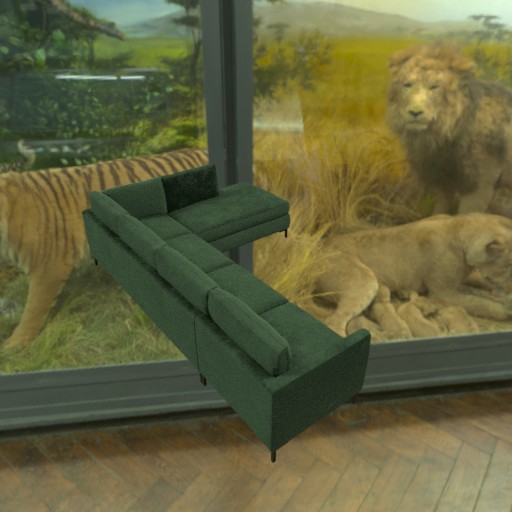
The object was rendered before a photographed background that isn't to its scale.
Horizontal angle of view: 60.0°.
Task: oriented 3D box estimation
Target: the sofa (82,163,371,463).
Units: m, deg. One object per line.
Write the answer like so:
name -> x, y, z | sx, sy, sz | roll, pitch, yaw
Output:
sofa -> 0.000, 0.000, 3.292 | 1.707, 0.687, 2.486 | -21, 36, -32
